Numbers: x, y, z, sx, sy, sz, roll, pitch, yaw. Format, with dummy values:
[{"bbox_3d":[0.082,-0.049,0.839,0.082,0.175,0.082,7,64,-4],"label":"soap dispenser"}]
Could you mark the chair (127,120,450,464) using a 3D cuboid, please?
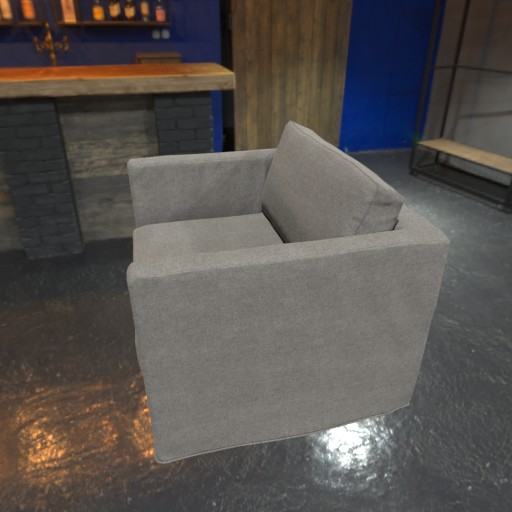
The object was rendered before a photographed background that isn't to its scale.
[{"bbox_3d":[0.000,0.000,1.749,0.949,0.863,1.057,-7,30,-12],"label":"chair"}]
